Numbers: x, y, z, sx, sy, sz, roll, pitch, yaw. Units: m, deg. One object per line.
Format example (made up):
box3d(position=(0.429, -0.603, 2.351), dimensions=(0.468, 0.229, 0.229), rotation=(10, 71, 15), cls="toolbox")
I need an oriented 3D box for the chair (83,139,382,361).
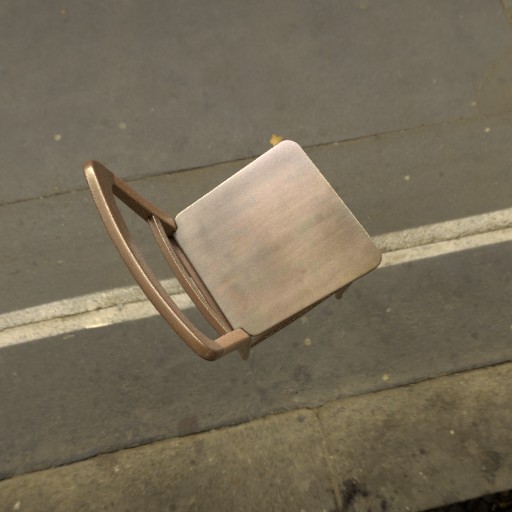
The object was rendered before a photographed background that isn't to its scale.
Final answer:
box3d(position=(0.000, 0.000, 1.277), dimensions=(0.546, 0.991, 0.450), rotation=(-33, 77, -9), cls="chair")
